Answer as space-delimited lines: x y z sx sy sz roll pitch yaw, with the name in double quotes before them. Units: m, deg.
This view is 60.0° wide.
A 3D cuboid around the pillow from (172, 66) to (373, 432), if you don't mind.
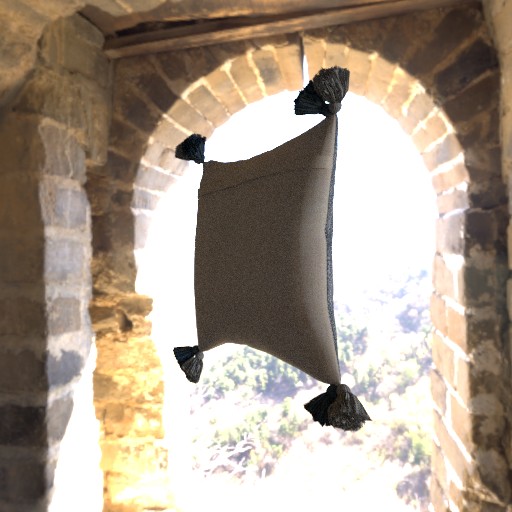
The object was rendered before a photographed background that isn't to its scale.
"pillow" 0.000 0.000 0.946 0.138 0.634 0.614 1 -2 -36
